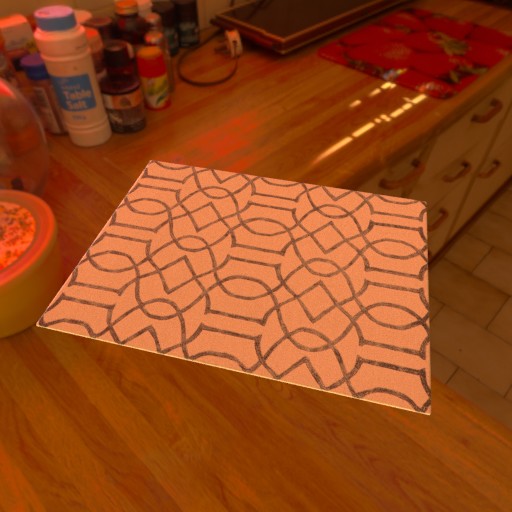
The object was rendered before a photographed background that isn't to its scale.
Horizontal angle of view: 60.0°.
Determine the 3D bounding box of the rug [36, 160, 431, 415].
[{"bbox_3d":[0.000,0.000,3.866,2.910,0.021,2.211,10,48,9],"label":"rug"}]
